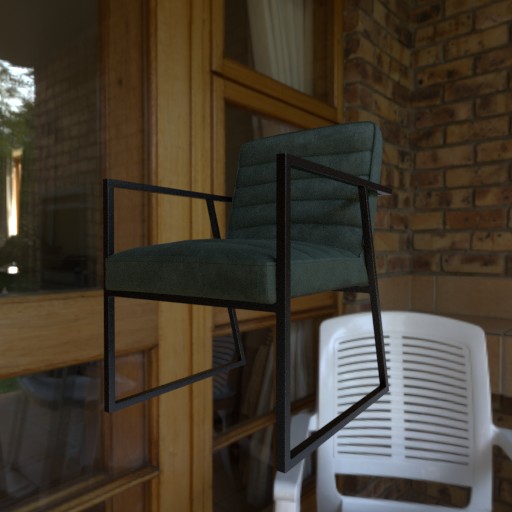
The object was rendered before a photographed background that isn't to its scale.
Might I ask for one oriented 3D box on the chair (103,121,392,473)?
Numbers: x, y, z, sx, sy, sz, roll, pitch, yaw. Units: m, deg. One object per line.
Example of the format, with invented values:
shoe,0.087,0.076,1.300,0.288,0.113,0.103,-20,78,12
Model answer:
chair,0.000,0.000,1.268,0.571,0.833,0.677,1,1,35
